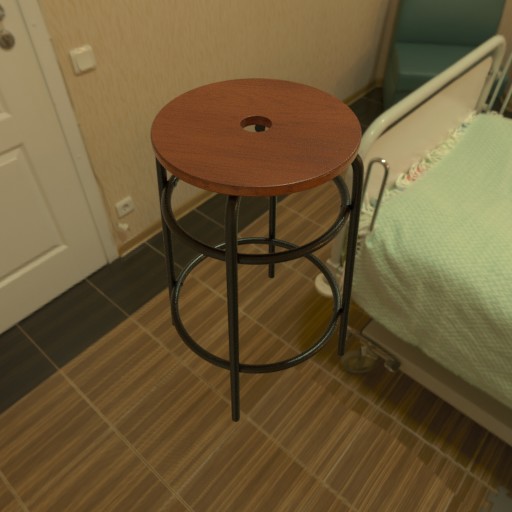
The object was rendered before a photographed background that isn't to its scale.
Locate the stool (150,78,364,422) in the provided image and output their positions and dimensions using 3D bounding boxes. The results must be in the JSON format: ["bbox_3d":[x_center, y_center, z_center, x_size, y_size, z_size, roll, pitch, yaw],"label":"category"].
[{"bbox_3d":[0.000,0.000,0.929,0.455,0.610,0.455,9,47,8],"label":"stool"}]
